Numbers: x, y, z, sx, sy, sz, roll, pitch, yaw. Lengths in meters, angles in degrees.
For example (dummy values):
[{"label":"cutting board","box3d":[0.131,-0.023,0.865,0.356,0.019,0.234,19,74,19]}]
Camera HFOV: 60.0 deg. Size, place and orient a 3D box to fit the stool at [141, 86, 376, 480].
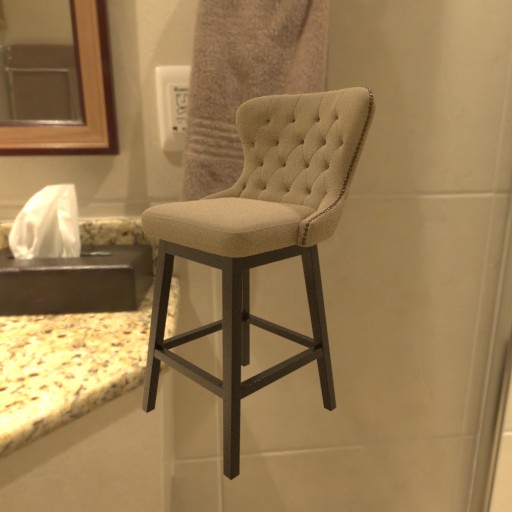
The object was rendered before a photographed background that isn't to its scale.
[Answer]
[{"label":"stool","box3d":[0.000,0.000,1.332,0.593,0.971,0.528,-14,20,-43]}]
